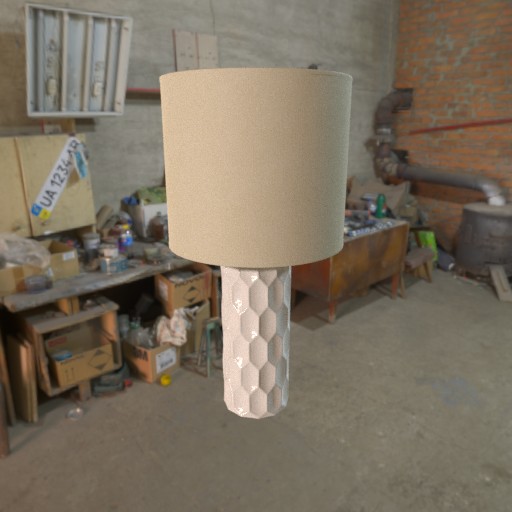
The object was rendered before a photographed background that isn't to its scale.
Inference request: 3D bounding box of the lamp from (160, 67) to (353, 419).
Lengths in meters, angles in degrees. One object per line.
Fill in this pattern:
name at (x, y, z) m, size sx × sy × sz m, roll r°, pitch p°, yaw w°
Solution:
lamp at (0.000, 0.000, 0.722) m, size 0.277 × 0.537 × 0.277 m, roll 3°, pitch 16°, yaw 10°
